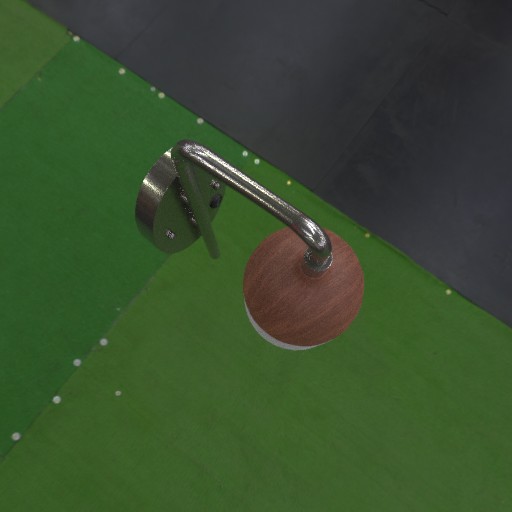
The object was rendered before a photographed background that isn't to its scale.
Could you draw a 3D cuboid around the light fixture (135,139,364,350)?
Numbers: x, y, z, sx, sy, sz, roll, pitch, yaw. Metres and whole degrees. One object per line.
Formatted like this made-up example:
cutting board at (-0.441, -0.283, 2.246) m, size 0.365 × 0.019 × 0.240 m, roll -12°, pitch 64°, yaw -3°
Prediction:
light fixture at (0.000, 0.000, 0.432) m, size 0.216 × 0.343 × 0.108 m, roll 38°, pitch 79°, yaw 9°
